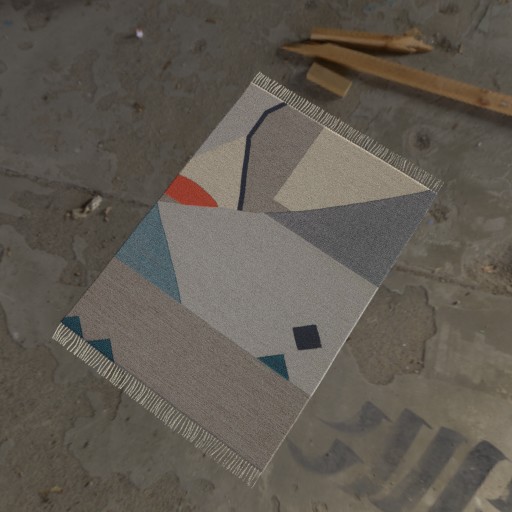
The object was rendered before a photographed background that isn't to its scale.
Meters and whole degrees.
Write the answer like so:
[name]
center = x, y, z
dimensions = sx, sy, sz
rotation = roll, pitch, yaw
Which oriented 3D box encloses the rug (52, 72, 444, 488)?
[rug]
center = 0.000, 0.000, 2.284
dimensions = 1.220, 0.005, 1.828
rotation = 34, 78, 8
